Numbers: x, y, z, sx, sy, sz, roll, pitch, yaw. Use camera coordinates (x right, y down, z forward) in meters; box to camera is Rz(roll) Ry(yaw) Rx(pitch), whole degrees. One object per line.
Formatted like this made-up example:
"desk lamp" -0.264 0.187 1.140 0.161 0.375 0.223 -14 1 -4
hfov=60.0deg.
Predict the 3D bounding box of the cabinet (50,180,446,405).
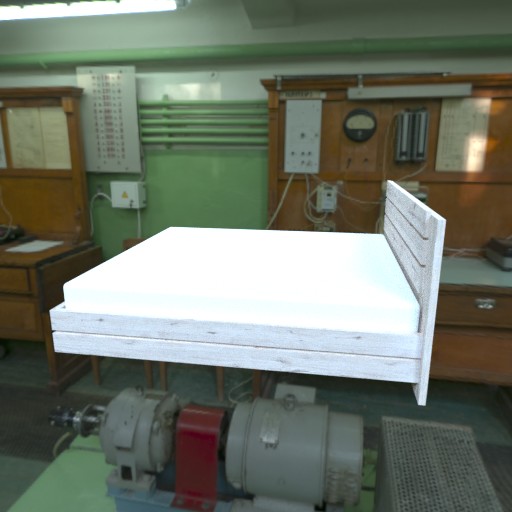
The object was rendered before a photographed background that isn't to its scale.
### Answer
"cabinet" 0.000 0.000 3.224 2.080 0.970 1.950 3 15 9
